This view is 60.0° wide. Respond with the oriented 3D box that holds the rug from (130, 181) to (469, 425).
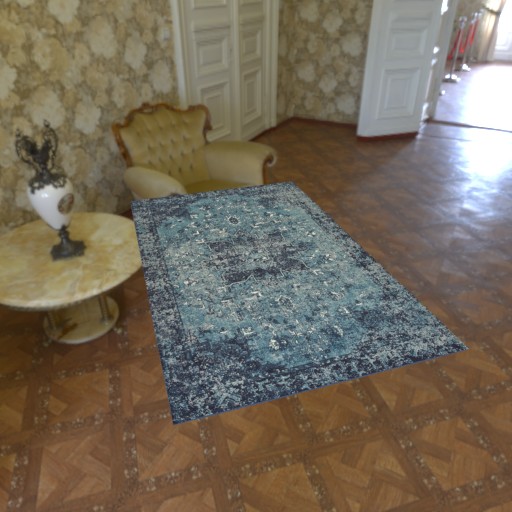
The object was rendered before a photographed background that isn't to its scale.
[{"bbox_3d":[0.000,0.000,3.072,1.525,0.007,2.440,-9,32,-15],"label":"rug"}]
